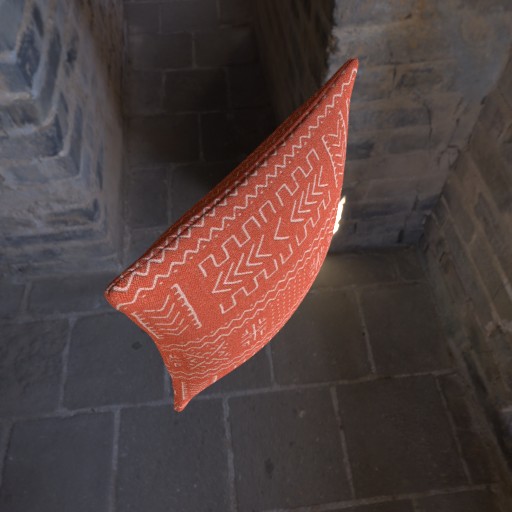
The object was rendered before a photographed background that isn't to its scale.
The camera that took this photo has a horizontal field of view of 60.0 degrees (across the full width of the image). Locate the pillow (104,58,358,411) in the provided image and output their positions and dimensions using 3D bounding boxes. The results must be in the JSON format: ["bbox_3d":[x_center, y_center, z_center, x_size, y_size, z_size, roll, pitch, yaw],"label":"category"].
[{"bbox_3d":[0.000,0.000,0.653,0.164,0.429,0.438,32,63,19],"label":"pillow"}]
